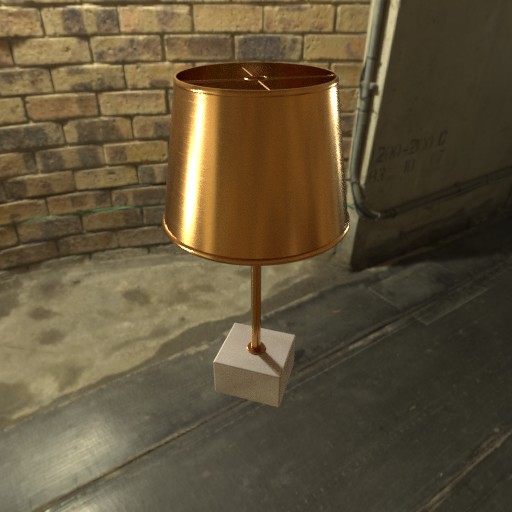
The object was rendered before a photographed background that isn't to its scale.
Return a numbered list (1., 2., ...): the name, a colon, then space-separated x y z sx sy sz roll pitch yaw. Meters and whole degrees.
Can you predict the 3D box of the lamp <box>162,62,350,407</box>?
1. lamp: 0.000 0.000 0.528 0.208 0.406 0.208 0 31 0
